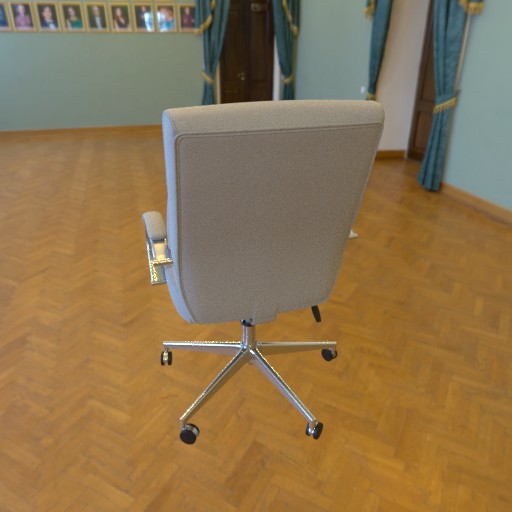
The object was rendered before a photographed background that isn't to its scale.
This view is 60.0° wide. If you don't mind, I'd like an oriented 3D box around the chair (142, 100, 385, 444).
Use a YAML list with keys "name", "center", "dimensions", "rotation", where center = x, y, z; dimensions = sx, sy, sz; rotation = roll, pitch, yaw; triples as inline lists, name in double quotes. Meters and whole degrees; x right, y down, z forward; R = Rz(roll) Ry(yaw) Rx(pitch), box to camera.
- name: "chair"
  center: [0.000, 0.000, 1.563]
  dimensions: [0.727, 1.099, 0.745]
  rotation: [-8, 27, -16]
